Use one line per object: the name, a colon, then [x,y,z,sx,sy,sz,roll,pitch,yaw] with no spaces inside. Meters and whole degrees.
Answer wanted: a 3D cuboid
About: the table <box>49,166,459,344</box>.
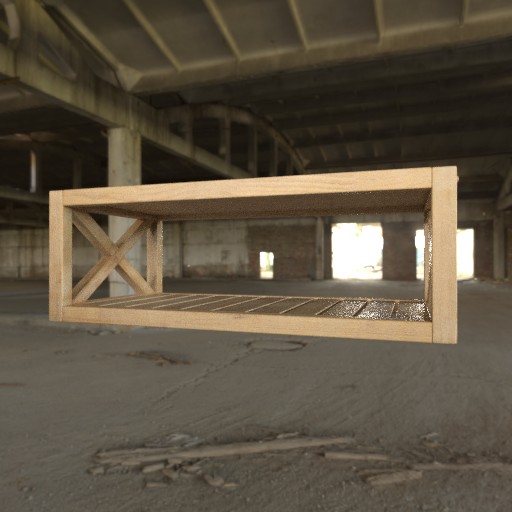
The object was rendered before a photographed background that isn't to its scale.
table: [0.000,0.000,1.652,1.321,0.457,0.660,0,0,19]
